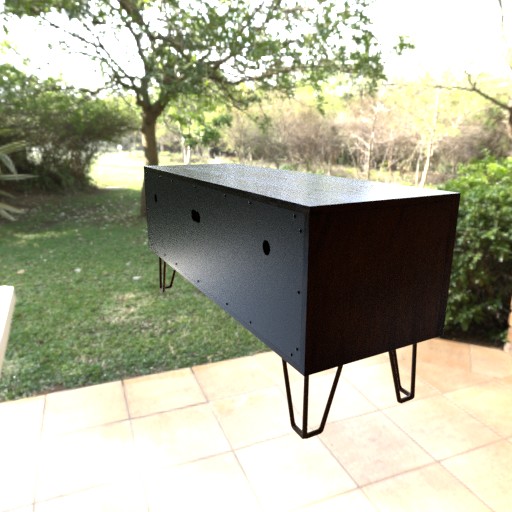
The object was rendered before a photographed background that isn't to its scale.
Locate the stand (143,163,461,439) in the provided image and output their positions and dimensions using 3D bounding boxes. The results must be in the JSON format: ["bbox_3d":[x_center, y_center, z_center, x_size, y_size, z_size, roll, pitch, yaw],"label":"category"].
[{"bbox_3d":[0.000,0.000,1.698,0.481,0.610,1.372,-8,17,-27],"label":"stand"}]
